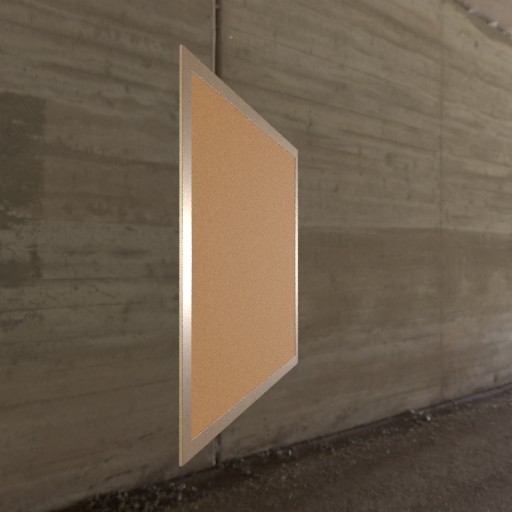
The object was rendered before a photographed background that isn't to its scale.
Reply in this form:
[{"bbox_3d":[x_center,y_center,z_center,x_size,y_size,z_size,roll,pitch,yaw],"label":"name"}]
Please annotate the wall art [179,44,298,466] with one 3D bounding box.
[{"bbox_3d":[0.000,0.000,1.674,0.025,1.067,1.168,0,0,20],"label":"wall art"}]
